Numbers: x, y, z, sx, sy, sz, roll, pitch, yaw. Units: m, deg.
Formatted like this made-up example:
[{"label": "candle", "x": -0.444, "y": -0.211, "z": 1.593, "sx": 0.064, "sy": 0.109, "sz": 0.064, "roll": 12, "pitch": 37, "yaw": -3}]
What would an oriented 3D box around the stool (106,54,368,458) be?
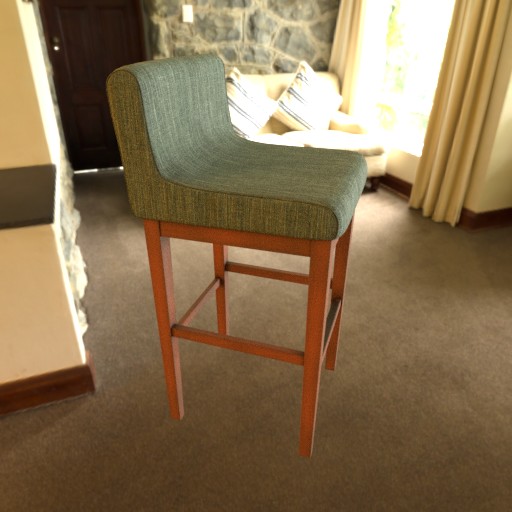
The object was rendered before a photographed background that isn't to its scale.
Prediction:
[{"label": "stool", "x": 0.000, "y": 0.000, "z": 1.187, "sx": 0.499, "sy": 0.965, "sz": 0.426, "roll": 9, "pitch": 29, "yaw": 17}]
